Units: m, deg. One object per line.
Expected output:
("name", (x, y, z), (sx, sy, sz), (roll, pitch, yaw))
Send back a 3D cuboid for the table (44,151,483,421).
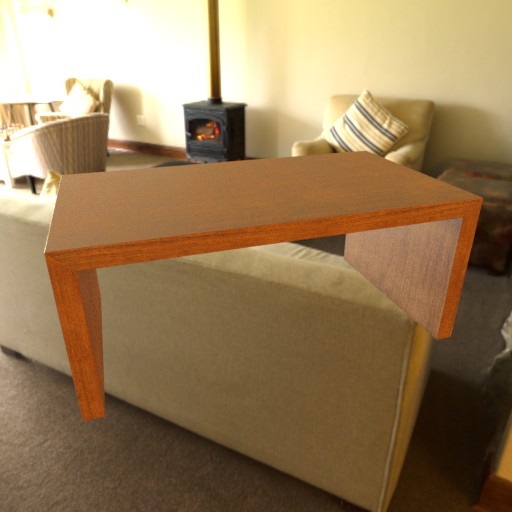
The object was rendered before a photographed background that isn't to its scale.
("table", (0.000, 0.000, 1.276), (1.000, 0.419, 0.549), (-8, 27, -17))
